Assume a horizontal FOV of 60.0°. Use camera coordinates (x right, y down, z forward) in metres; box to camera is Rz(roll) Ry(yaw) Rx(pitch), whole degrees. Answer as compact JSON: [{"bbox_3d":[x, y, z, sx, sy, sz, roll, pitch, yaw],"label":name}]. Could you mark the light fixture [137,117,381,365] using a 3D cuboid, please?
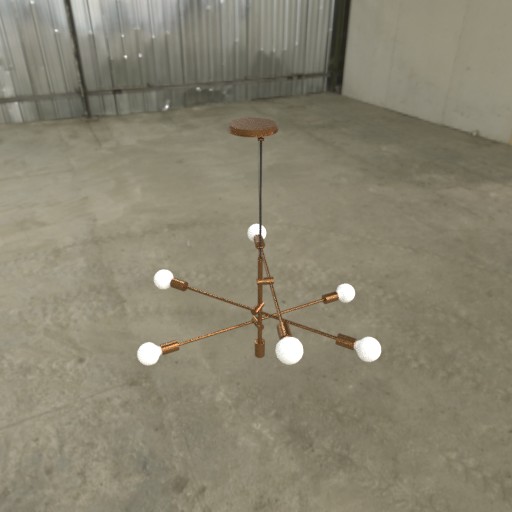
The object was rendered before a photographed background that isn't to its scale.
[{"bbox_3d":[0.000,0.000,1.251,0.682,0.744,0.637,2,32,3],"label":"light fixture"}]
